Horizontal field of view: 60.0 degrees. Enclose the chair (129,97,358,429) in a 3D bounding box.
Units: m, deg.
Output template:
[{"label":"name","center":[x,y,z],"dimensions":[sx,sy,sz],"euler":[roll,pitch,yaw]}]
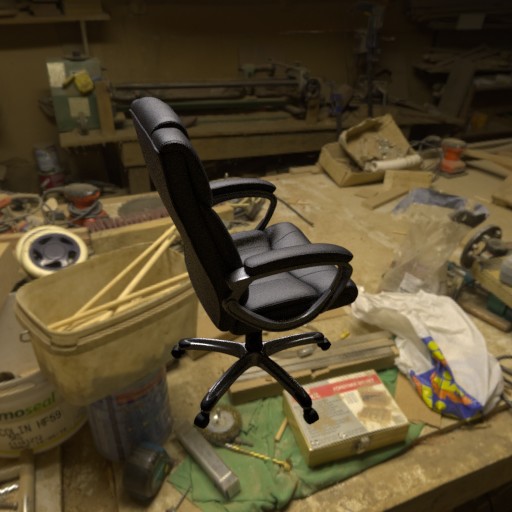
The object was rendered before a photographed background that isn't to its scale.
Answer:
[{"label":"chair","center":[0.000,0.000,1.630],"dimensions":[0.719,1.130,0.721],"euler":[-11,33,-17]}]
